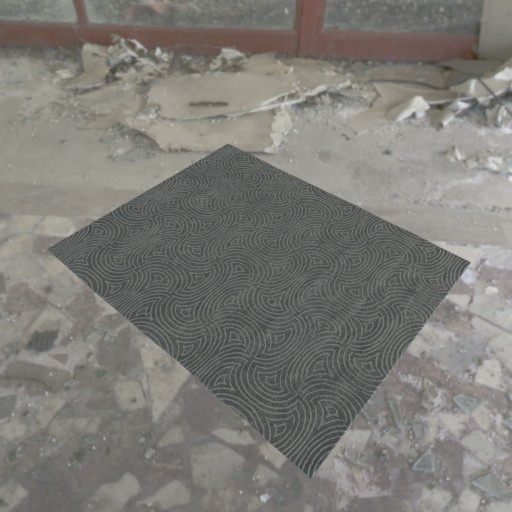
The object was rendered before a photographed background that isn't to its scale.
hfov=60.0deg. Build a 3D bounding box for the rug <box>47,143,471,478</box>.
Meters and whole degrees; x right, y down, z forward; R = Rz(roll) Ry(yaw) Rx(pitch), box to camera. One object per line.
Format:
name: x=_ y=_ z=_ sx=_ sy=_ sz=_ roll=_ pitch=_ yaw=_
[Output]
rug: x=0.000 y=0.000 z=4.073 sx=3.042 sy=0.021 sz=2.456 roll=32 pitch=54 yaw=27
